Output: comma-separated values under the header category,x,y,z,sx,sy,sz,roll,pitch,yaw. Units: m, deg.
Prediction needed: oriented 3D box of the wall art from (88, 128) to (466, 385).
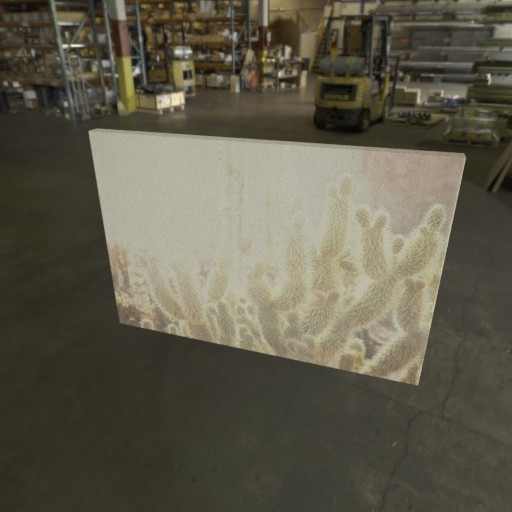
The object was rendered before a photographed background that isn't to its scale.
category,x,y,z,sx,sy,sz,roll,pitch,yaw
wall art,0.000,0.000,1.185,0.916,0.608,0.040,8,27,16
